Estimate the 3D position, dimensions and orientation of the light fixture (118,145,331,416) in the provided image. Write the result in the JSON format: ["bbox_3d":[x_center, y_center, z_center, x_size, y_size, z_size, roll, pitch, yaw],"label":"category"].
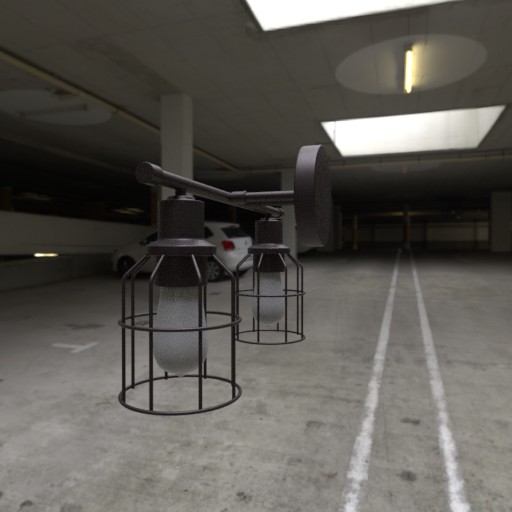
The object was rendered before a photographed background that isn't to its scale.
[{"bbox_3d":[0.000,0.000,0.538,0.165,0.254,0.406,0,1,18],"label":"light fixture"}]
